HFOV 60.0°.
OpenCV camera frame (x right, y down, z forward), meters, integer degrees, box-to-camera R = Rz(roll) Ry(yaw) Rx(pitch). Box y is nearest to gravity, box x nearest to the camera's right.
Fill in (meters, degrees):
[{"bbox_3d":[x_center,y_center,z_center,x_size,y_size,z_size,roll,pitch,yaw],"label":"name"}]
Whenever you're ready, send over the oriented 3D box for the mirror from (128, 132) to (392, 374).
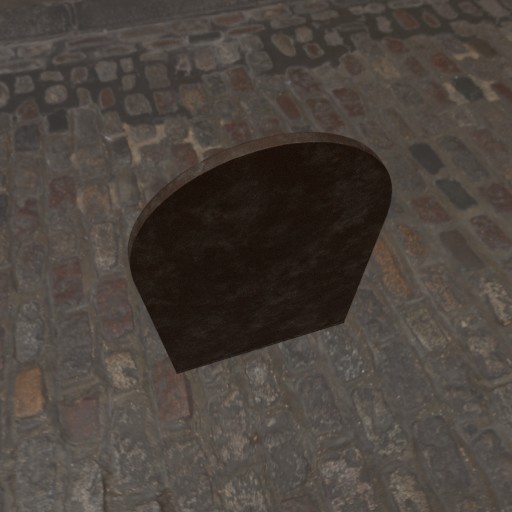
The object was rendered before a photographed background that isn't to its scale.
[{"bbox_3d":[0.000,0.000,0.988,0.510,0.770,0.137,-15,58,-10],"label":"mirror"}]
